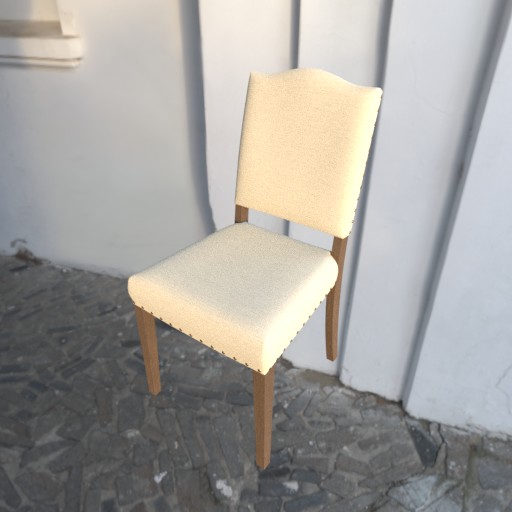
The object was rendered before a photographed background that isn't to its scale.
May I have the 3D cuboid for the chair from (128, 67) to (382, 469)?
[{"bbox_3d":[0.000,0.000,1.374,0.508,1.015,0.619,21,38,30],"label":"chair"}]
